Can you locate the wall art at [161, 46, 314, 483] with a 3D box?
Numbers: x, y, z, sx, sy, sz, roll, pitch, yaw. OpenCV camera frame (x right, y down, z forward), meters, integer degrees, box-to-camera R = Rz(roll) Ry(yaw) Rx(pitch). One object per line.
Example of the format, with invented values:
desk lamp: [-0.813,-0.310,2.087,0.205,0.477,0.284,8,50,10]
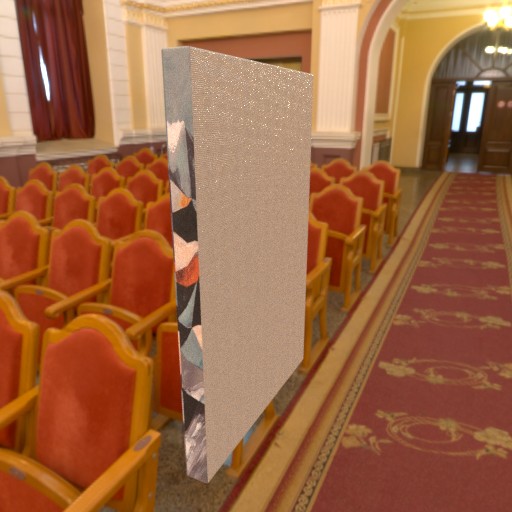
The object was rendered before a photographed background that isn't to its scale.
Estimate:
wall art: [0.000,0.000,1.142,0.061,0.911,0.609,9,20,25]
